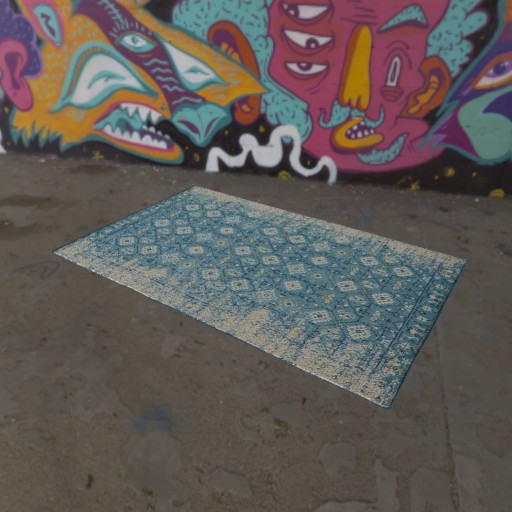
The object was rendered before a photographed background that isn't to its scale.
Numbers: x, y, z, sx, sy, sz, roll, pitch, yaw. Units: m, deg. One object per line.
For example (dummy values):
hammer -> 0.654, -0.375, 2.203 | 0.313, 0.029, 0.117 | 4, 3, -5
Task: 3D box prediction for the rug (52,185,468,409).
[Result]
rug -> 0.000, 0.000, 3.053 | 2.449, 0.015, 1.530 | 19, 35, 29
